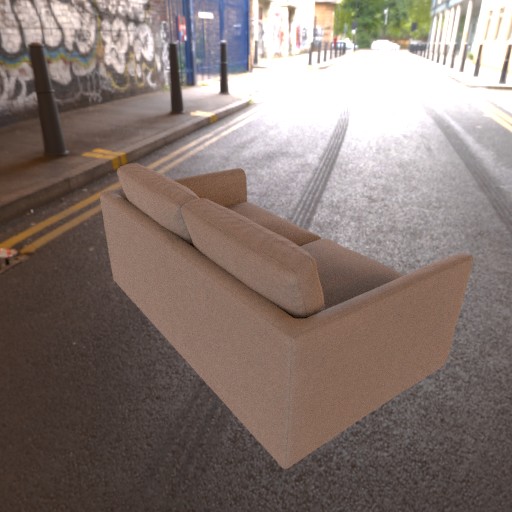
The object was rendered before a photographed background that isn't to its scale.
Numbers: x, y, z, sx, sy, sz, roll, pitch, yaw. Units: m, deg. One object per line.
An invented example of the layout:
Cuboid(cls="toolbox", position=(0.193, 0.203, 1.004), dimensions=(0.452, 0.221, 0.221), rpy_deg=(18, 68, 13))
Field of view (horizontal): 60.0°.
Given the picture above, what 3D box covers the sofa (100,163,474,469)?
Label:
Cuboid(cls="sofa", position=(0.000, 0.000, 2.499), dimensions=(1.091, 0.839, 1.905), rpy_deg=(-18, 31, -32))
